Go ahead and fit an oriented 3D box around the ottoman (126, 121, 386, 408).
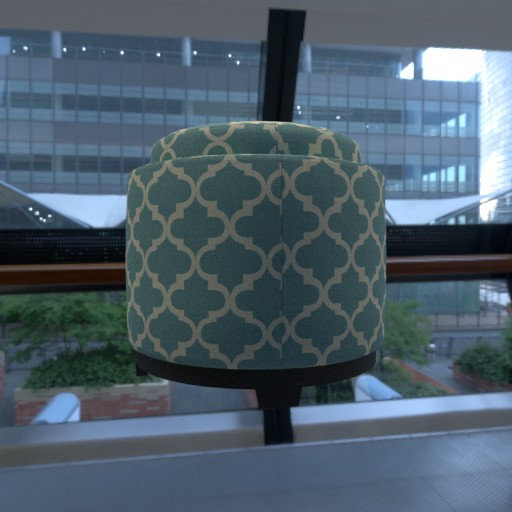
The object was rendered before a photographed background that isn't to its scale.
[{"bbox_3d":[0.000,0.000,0.851,0.480,0.429,0.480,0,1,0],"label":"ottoman"}]
